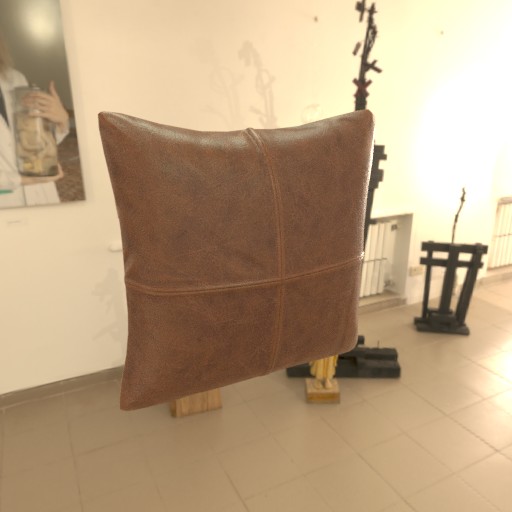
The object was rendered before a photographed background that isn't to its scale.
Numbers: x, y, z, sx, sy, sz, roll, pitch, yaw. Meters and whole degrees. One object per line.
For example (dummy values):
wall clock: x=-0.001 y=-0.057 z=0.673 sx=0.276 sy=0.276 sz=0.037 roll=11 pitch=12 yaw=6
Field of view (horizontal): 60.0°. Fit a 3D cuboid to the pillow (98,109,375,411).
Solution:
pillow: x=0.000 y=0.000 z=0.743 sx=0.484 sy=0.470 sz=0.192 roll=-9 pitch=20 yaw=-26
